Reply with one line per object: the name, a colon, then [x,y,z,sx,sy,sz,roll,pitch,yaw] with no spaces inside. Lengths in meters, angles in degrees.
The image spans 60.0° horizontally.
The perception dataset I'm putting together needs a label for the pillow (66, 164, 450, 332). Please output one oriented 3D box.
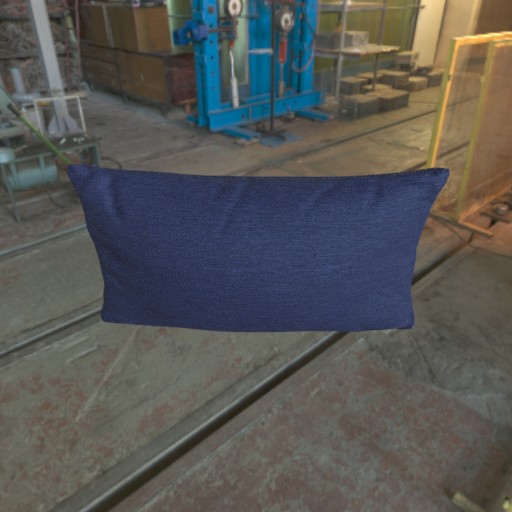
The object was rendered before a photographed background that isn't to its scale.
pillow: [0.000,0.000,0.807,0.633,0.338,0.210,1,32,2]
